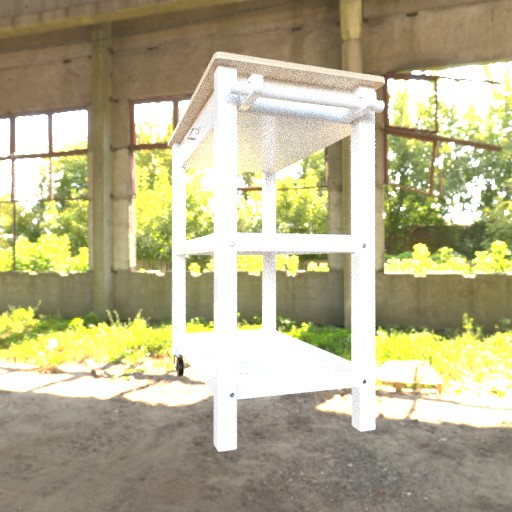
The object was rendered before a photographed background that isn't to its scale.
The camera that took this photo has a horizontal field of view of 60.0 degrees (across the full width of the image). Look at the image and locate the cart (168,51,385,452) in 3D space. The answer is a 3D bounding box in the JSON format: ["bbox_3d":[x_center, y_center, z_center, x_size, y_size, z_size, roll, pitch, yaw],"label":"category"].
[{"bbox_3d":[0.000,0.000,1.446,0.457,0.927,0.899,0,-1,-19],"label":"cart"}]
